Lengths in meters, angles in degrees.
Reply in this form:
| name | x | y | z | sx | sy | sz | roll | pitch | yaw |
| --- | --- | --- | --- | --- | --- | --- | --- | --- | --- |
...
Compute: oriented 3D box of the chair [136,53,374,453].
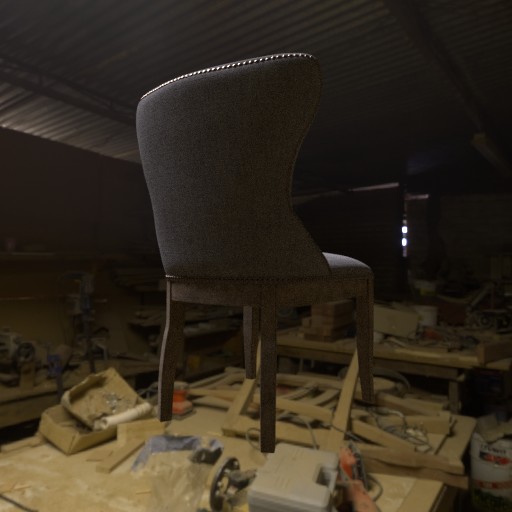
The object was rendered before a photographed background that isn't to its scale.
| name | x | y | z | sx | sy | sz | roll | pitch | yaw |
| --- | --- | --- | --- | --- | --- | --- | --- | --- | --- |
| chair | 0.000 | 0.000 | 1.427 | 0.654 | 1.002 | 0.681 | 0 | -1 | 35 |
